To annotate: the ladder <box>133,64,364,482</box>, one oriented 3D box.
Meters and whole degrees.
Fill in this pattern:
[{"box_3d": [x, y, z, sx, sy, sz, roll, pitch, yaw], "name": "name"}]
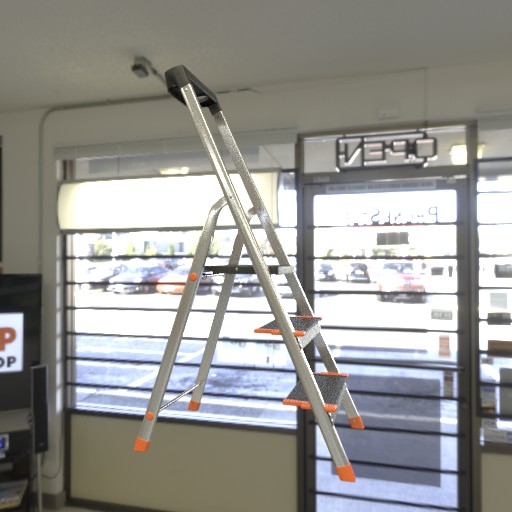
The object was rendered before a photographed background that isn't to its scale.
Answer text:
[{"box_3d": [0.000, 0.000, 1.497, 0.686, 1.229, 0.416, 0, 0, 17], "name": "ladder"}]
